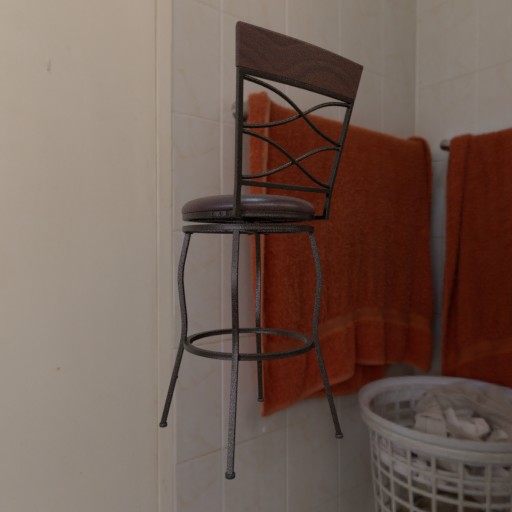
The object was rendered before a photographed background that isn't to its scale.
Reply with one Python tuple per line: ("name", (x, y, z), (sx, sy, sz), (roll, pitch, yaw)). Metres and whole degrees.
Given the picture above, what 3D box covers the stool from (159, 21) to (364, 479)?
("stool", (0.000, 0.000, 1.382), (0.448, 1.130, 0.513), (-1, 1, -36))
